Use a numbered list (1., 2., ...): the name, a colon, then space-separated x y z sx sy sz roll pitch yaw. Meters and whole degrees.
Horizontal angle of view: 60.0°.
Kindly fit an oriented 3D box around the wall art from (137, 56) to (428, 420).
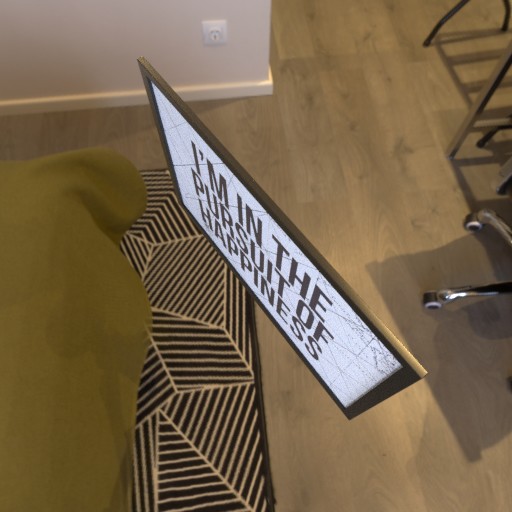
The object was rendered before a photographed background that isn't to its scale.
1. wall art: 0.000 0.000 1.031 0.015 0.552 0.819 -34 68 -15
